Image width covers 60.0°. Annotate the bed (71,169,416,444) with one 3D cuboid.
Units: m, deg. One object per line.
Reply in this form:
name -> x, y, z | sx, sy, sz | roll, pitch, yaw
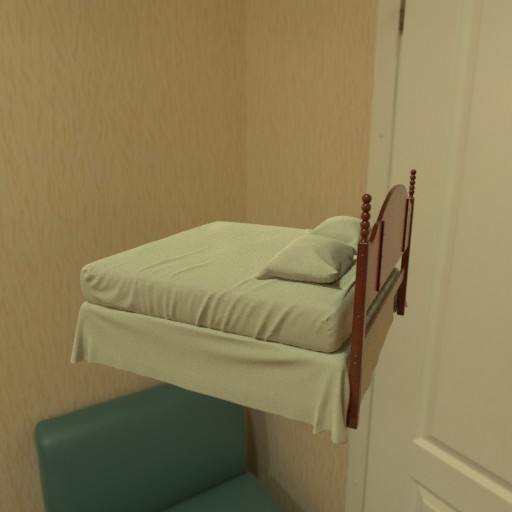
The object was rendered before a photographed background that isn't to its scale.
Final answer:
bed -> 0.000, 0.000, 3.663 | 2.219, 1.355, 2.322 | 7, 17, 25
